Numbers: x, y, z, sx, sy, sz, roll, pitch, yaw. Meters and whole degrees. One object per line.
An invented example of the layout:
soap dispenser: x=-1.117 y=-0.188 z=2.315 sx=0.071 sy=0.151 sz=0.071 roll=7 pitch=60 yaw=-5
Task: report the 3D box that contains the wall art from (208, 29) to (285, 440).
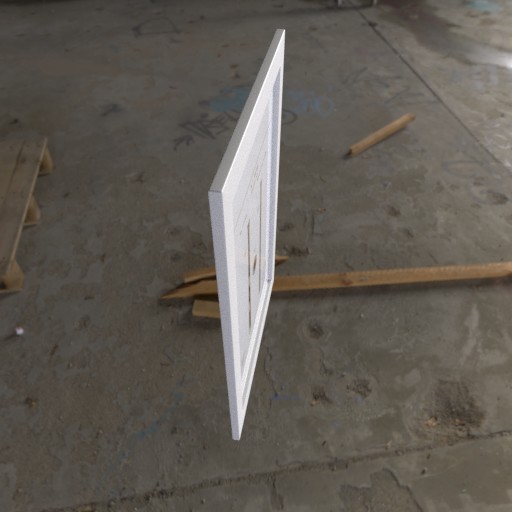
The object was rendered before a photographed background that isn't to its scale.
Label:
wall art: x=0.000 y=0.000 z=0.616 sx=0.011 sy=0.482 sz=0.329 roll=8 pitch=47 yaw=7
